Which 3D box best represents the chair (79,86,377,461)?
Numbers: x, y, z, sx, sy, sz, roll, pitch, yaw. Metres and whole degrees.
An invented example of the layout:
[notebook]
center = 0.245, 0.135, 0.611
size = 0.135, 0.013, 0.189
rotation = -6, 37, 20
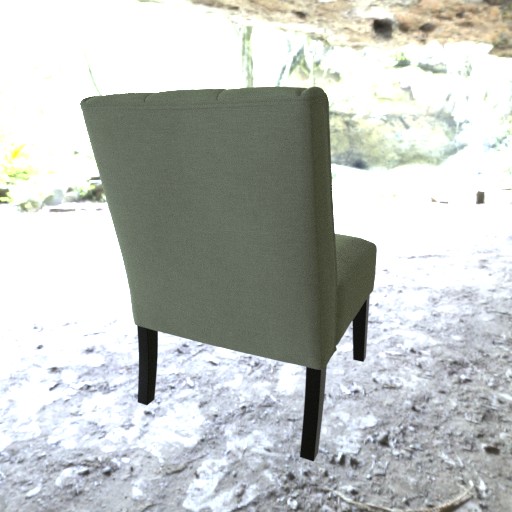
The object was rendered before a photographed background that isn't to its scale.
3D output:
[chair]
center = 0.000, 0.000, 1.264
size = 0.569, 0.853, 0.676
rotation = 8, 18, 25
